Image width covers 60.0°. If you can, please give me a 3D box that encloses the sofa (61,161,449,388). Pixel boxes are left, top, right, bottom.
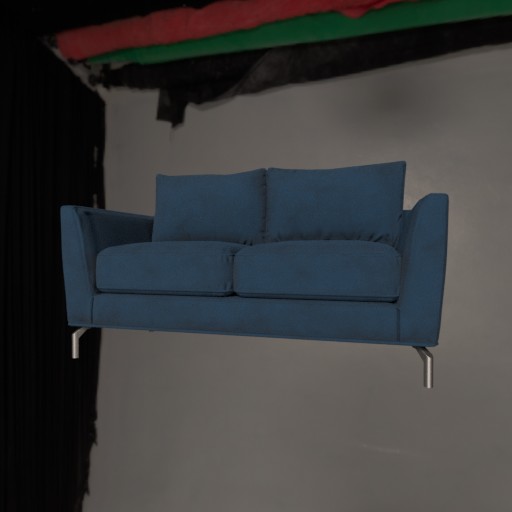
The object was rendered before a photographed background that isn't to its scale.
[{"bbox_3d":[0.000,0.000,2.322,1.770,1.002,0.853,0,1,17],"label":"sofa"}]
